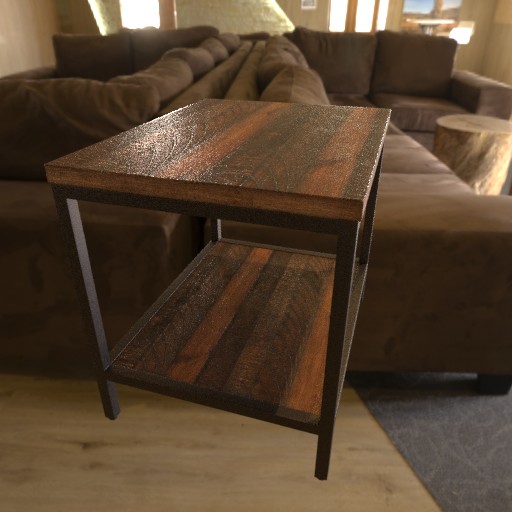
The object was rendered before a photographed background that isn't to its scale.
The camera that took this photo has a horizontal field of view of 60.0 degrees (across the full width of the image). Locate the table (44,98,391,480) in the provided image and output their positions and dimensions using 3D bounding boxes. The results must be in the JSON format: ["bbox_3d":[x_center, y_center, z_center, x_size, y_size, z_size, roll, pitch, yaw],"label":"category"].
[{"bbox_3d":[0.000,0.000,1.096,0.524,0.612,0.678,9,30,16],"label":"table"}]
